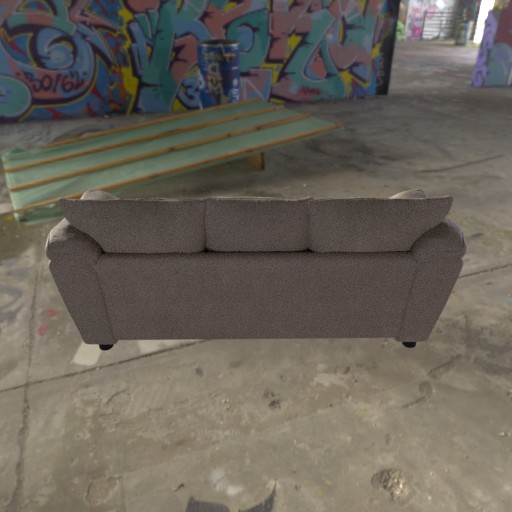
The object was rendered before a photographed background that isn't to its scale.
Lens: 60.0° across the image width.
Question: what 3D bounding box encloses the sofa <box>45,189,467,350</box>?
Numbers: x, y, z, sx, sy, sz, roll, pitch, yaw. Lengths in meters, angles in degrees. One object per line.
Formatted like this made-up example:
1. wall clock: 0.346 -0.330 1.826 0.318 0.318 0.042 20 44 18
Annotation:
1. sofa: 0.000 0.000 2.828 2.334 0.996 0.878 0 30 -1
